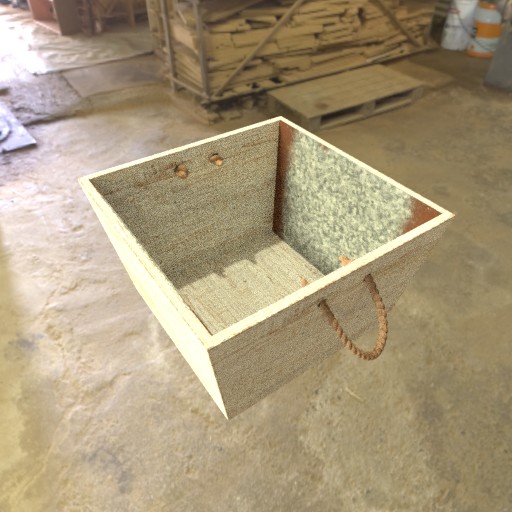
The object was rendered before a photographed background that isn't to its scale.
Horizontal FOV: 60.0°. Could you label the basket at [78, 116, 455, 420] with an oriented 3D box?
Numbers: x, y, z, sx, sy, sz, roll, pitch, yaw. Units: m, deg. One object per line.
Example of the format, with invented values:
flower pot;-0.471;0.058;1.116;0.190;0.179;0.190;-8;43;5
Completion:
basket;0.000;0.000;0.756;0.413;0.247;0.545;-25;47;-26
